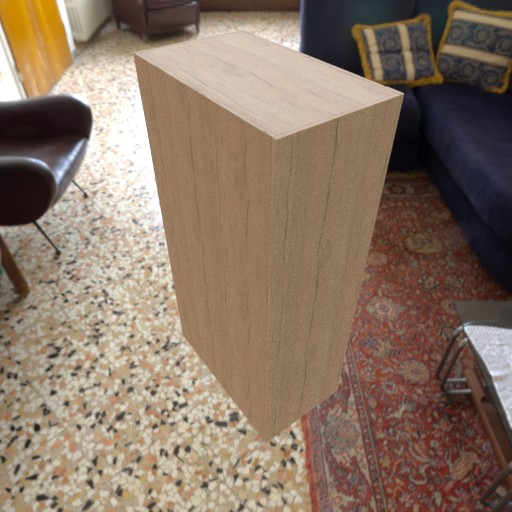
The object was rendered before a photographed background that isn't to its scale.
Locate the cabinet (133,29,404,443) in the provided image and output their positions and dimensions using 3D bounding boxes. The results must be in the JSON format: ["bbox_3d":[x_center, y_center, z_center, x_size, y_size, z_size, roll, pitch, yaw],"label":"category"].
[{"bbox_3d":[0.000,0.000,2.367,0.580,1.930,0.980,-26,48,-26],"label":"cabinet"}]
